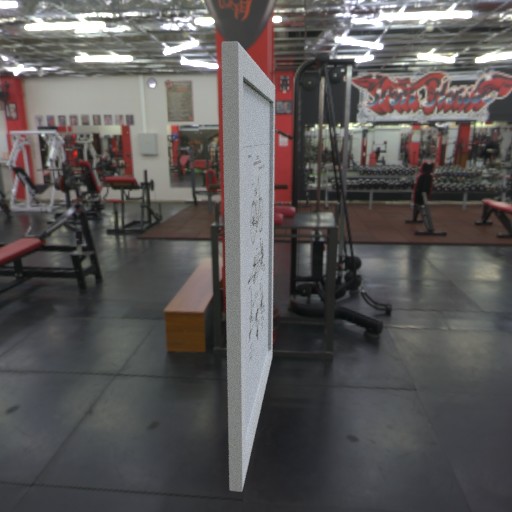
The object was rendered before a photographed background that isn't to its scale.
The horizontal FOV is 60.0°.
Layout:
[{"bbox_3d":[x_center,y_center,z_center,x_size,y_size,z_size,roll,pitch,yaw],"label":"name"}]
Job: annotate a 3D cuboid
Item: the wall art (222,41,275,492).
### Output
[{"bbox_3d":[0.000,0.000,0.611,0.015,0.477,0.332,2,15,8],"label":"wall art"}]
